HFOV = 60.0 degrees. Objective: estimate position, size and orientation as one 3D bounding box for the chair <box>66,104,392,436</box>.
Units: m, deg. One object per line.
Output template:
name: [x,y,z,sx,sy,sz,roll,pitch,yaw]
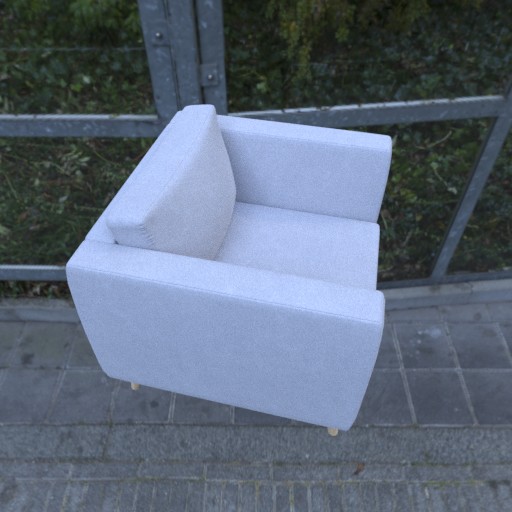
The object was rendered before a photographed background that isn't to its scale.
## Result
chair: [0.000,0.000,1.725,0.930,0.860,1.000,10,47,9]
